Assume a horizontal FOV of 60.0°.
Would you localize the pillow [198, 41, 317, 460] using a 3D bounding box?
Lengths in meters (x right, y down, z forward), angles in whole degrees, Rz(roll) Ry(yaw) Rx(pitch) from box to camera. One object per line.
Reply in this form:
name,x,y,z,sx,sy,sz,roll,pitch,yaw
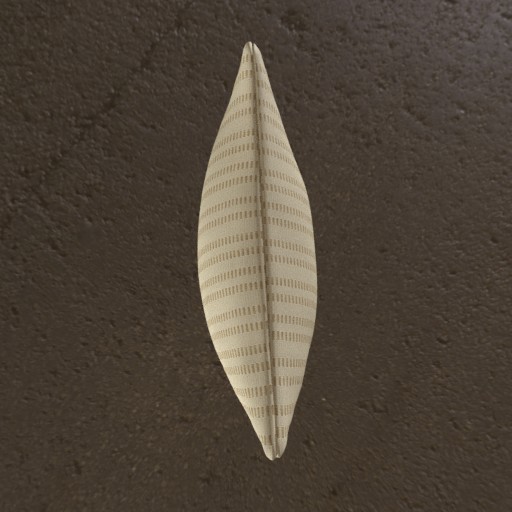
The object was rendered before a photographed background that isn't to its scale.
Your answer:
pillow,0.000,0.000,0.809,0.210,0.353,0.640,-3,76,-1
